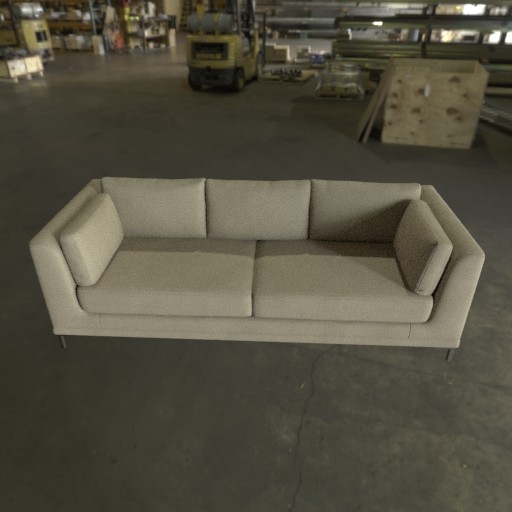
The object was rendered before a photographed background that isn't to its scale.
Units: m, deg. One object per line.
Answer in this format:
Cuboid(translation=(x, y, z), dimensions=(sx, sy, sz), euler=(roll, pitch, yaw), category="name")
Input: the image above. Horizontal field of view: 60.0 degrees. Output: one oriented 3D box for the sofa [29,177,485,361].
Cuboid(translation=(0.000, 0.000, 2.874), dimensions=(2.415, 0.867, 0.969), euler=(1, 31, 2), category="sofa")
